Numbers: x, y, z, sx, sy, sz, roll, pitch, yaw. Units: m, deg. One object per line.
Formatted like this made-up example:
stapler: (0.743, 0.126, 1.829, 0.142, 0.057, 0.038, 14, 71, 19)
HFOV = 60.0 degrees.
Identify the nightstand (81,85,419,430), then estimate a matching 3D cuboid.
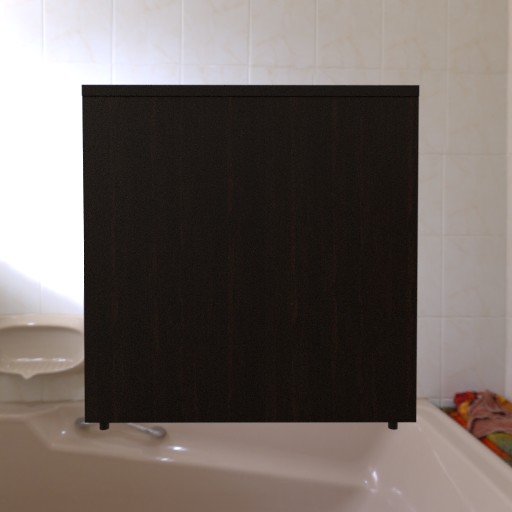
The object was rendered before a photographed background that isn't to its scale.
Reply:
nightstand: (0.000, 0.000, 0.789, 0.461, 0.460, 0.400, 0, 1, 0)
